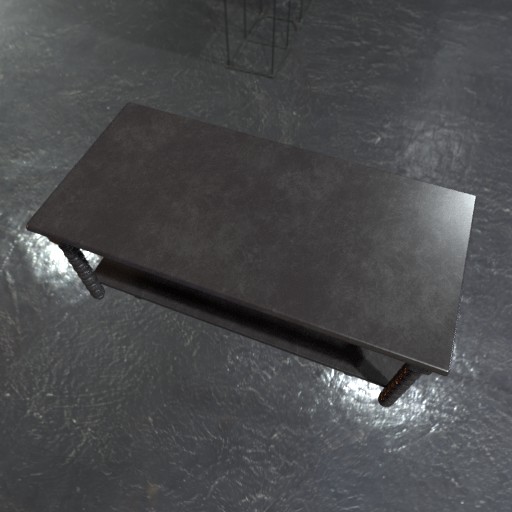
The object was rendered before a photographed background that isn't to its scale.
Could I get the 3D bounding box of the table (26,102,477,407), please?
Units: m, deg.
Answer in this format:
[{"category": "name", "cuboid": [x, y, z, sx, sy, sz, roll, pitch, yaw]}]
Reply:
[{"category": "table", "cuboid": [0.000, 0.000, 1.470, 1.171, 0.487, 0.580, 18, 59, 11]}]
